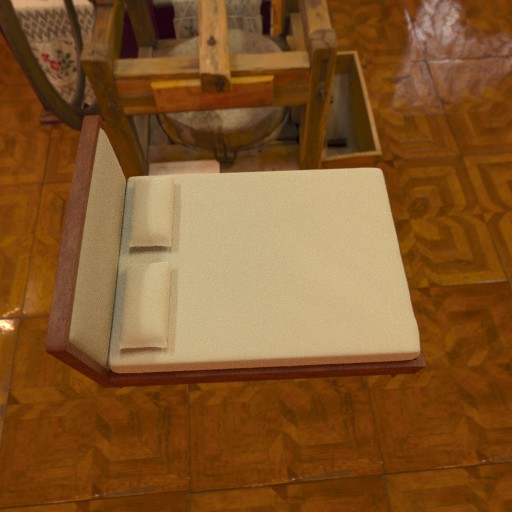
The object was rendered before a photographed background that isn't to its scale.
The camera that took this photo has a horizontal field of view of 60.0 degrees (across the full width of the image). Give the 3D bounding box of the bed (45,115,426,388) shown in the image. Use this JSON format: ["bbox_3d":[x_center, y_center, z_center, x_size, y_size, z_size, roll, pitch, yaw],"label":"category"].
[{"bbox_3d":[0.000,0.000,3.144,2.196,1.275,1.587,-2,63,-1],"label":"bed"}]
